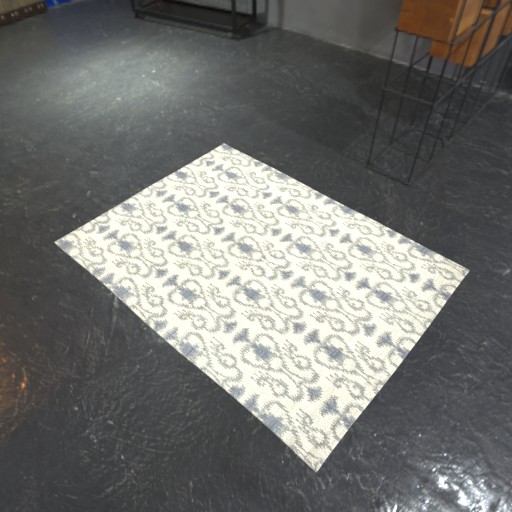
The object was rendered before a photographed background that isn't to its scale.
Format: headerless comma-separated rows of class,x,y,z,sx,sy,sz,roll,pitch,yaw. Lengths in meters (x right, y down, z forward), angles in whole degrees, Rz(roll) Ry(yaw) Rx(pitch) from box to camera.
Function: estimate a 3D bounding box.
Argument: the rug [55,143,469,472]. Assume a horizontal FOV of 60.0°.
rug,0.000,0.000,2.984,2.261,0.013,1.676,33,55,27
